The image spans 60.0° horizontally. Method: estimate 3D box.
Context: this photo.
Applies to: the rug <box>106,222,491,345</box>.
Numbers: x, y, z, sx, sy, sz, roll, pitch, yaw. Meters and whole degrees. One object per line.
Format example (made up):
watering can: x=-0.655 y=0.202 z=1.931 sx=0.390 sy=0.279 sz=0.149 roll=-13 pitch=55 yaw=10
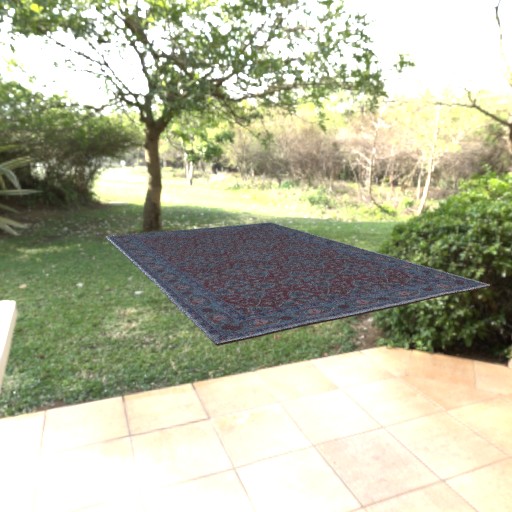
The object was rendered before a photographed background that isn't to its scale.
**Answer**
rug: x=0.000 y=0.000 z=2.323 sx=1.219 sy=0.009 sz=1.829 roll=-7 pitch=15 yaw=-27
